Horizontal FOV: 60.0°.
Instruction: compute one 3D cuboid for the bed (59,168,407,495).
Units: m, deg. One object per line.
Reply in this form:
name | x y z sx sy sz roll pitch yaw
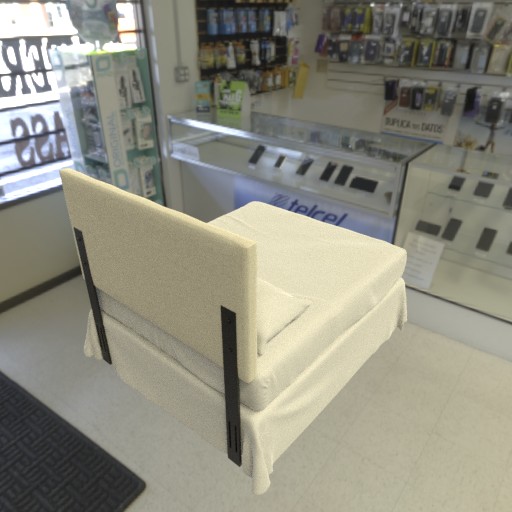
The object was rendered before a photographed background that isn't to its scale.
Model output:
bed | 0.000 0.000 3.460 1.936 1.577 2.222 23 37 34
